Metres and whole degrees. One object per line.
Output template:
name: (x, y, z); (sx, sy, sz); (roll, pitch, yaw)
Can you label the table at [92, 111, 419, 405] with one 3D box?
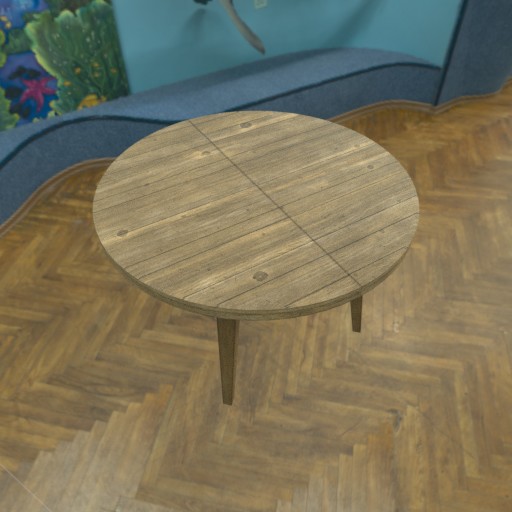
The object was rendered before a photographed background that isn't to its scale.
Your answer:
table: (0.000, 0.000, 1.969); (1.213, 0.764, 1.213); (0, 45, 0)
